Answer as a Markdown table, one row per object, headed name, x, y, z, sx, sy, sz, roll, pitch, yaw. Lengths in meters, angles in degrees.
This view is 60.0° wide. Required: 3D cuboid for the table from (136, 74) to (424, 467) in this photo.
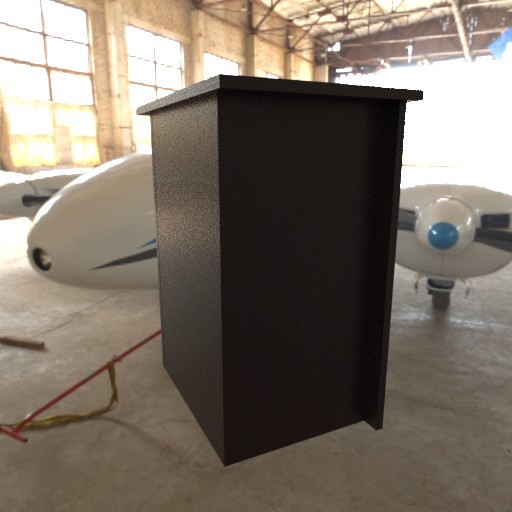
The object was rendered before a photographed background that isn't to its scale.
| name | x | y | z | sx | sy | sz | roll | pitch | yaw |
| --- | --- | --- | --- | --- | --- | --- | --- | --- | --- |
| table | 0.000 | 0.000 | 1.067 | 0.408 | 0.711 | 0.589 | -7 | 15 | -25 |
